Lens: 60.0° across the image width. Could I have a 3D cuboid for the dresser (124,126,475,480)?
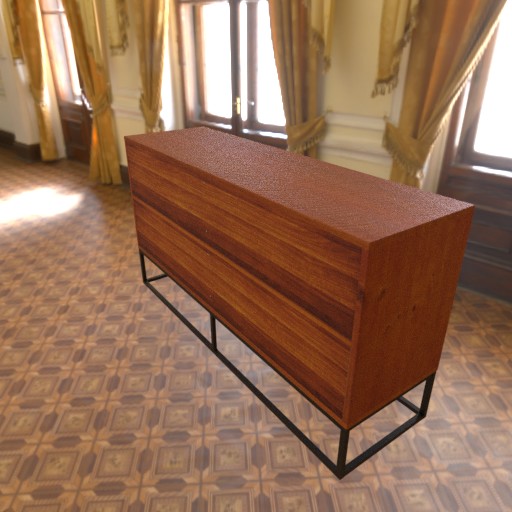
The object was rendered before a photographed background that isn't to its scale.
[{"bbox_3d":[0.000,0.000,1.877,0.464,0.810,1.536,-18,31,-32],"label":"dresser"}]
